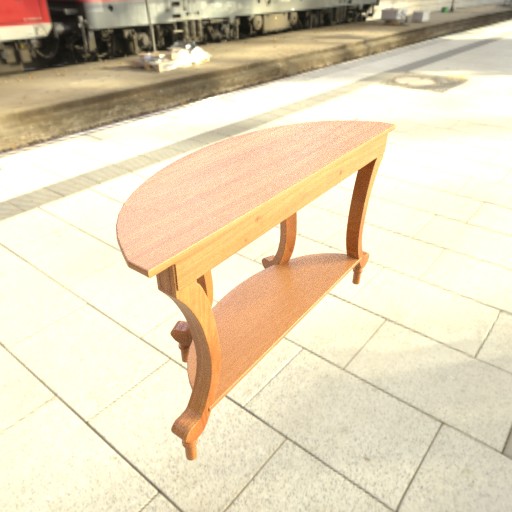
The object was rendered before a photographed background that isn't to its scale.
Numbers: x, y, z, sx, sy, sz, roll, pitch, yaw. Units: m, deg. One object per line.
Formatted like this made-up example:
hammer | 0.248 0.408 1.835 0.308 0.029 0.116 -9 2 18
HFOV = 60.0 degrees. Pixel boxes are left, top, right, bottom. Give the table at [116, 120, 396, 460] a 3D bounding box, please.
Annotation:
table | 0.000 0.000 1.516 0.394 0.692 1.198 22 39 30
